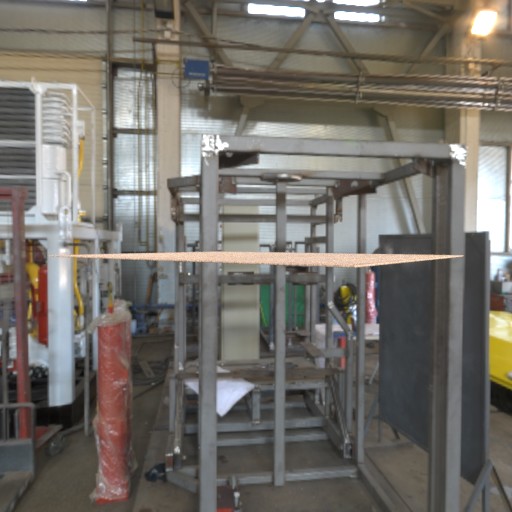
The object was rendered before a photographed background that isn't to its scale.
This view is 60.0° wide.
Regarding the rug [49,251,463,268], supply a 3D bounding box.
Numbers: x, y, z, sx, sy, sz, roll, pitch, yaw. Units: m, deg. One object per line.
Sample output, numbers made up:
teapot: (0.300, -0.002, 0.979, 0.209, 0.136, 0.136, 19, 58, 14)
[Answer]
rug: (0.000, 0.000, 4.306, 3.205, 0.013, 2.448, 1, 2, 37)
